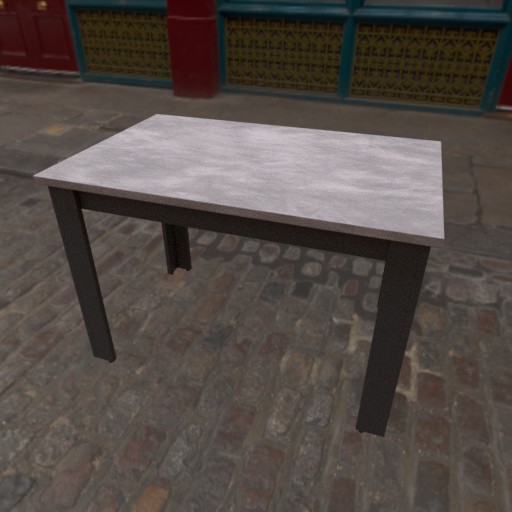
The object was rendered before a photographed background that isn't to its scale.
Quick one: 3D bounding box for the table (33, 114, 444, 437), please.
[{"bbox_3d":[0.000,0.000,1.583,1.100,0.734,0.700,10,34,16],"label":"table"}]
